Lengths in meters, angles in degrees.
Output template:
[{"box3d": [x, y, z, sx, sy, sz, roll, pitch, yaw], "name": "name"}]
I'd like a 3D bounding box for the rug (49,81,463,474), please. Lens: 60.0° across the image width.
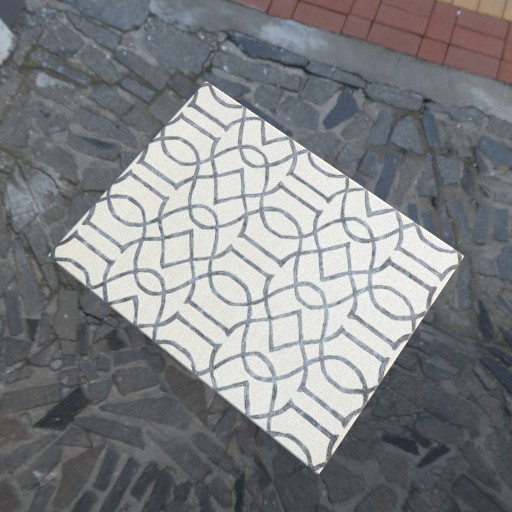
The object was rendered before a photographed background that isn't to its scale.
[{"box3d": [0.000, 0.000, 3.889, 2.910, 0.021, 2.211, 36, 78, 9], "name": "rug"}]
